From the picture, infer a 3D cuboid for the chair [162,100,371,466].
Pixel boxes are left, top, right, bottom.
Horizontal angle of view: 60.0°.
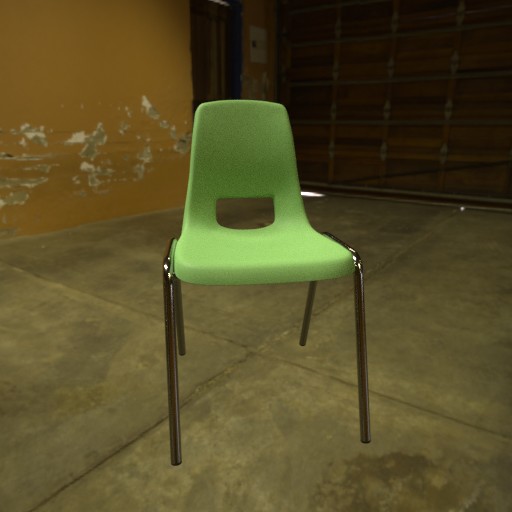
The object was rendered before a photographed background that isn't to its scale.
[{"bbox_3d":[0.000,0.000,0.941,0.381,0.653,0.436,-3,16,-9],"label":"chair"}]
